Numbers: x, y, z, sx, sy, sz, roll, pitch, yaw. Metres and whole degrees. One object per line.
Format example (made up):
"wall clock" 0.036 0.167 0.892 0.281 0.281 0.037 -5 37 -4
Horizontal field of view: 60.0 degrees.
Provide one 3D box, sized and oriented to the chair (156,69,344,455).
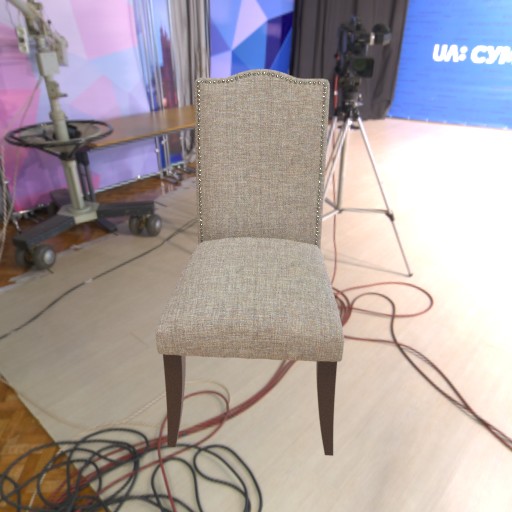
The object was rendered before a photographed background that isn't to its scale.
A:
"chair" 0.000 0.000 1.397 0.513 1.016 0.660 2 30 3
